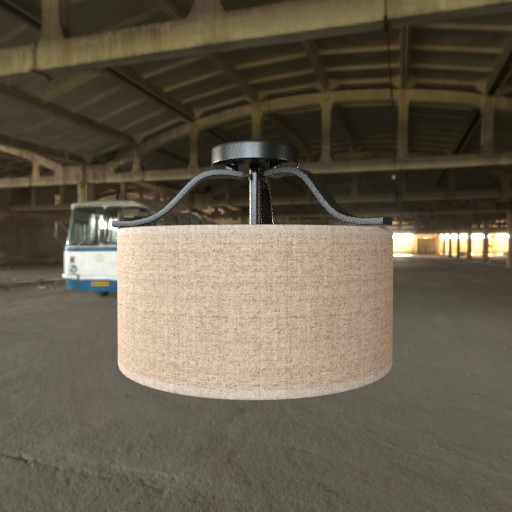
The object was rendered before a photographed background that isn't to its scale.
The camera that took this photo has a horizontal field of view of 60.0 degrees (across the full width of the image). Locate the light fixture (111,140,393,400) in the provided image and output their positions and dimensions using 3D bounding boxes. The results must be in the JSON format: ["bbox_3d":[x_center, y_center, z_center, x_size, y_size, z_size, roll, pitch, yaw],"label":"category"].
[{"bbox_3d":[0.000,0.000,0.647,0.390,0.306,0.390,0,1,0],"label":"light fixture"}]
